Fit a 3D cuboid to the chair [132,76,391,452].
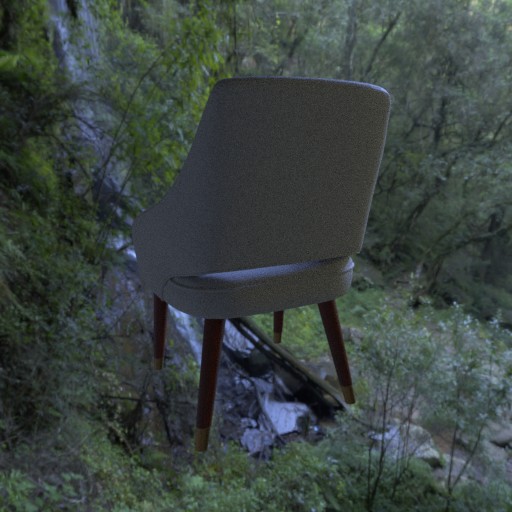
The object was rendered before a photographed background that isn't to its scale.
[{"bbox_3d":[0.000,0.000,1.272,0.609,0.889,0.600,-7,16,-25],"label":"chair"}]
